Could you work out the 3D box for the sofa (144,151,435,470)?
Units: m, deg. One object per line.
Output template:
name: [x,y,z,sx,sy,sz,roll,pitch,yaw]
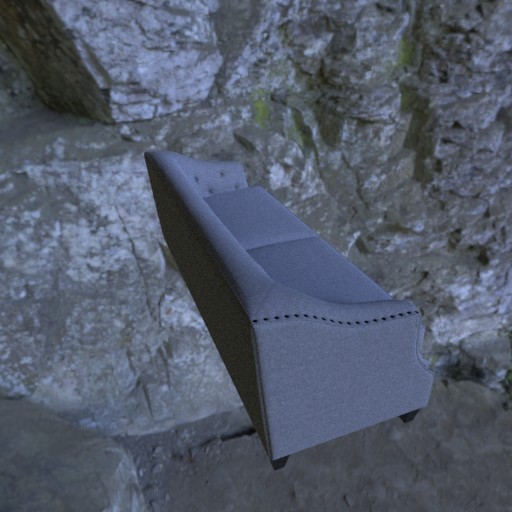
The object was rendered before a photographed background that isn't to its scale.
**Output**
sofa: [0.000,0.000,2.711,0.914,0.901,2.235,-11,31,-19]
